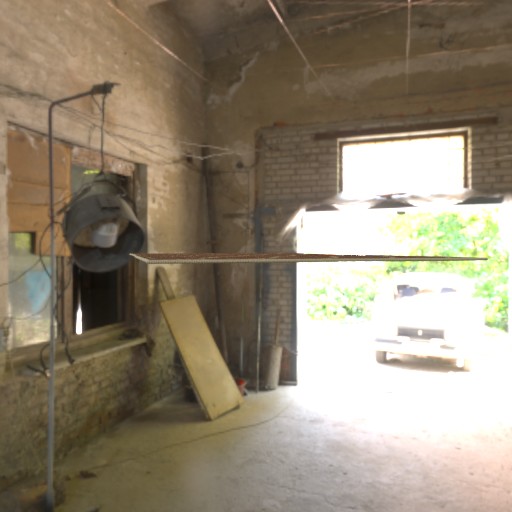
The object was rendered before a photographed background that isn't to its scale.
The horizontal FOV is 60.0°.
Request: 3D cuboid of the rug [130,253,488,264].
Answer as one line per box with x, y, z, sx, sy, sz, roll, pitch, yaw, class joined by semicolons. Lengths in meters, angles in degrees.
0.000;0.000;2.882;1.528;0.014;2.294;0;1;-18;rug
